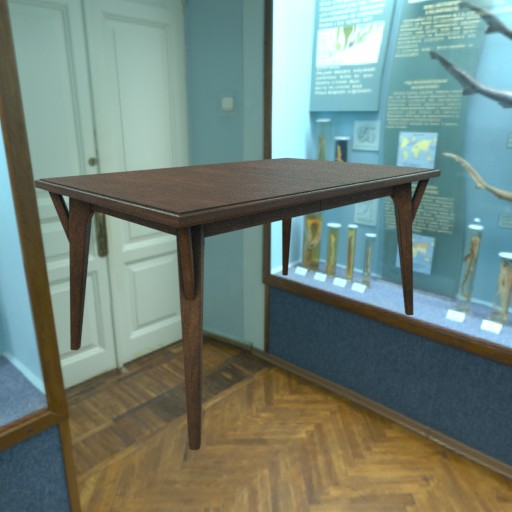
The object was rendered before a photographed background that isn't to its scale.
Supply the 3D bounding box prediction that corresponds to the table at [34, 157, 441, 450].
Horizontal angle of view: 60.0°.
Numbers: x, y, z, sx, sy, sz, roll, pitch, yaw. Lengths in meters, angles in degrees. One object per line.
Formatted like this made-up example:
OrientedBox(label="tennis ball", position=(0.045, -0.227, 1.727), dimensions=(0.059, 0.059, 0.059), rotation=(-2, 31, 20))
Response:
OrientedBox(label="table", position=(0.000, 0.000, 2.064), dimensions=(1.524, 0.761, 0.990), rotation=(-16, 23, -42))
